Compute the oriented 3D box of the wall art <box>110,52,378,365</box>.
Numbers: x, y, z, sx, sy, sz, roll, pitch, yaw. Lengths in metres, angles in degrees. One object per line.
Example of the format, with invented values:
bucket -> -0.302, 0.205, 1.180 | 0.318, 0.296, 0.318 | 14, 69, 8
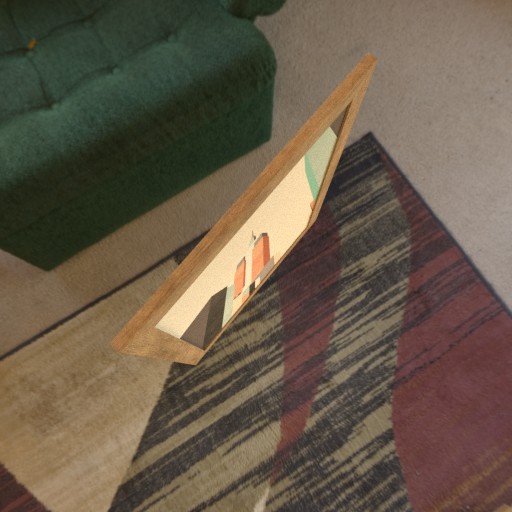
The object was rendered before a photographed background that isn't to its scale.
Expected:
wall art -> 0.000, 0.000, 0.916 | 0.018, 0.686, 0.534 | 38, 78, 9
